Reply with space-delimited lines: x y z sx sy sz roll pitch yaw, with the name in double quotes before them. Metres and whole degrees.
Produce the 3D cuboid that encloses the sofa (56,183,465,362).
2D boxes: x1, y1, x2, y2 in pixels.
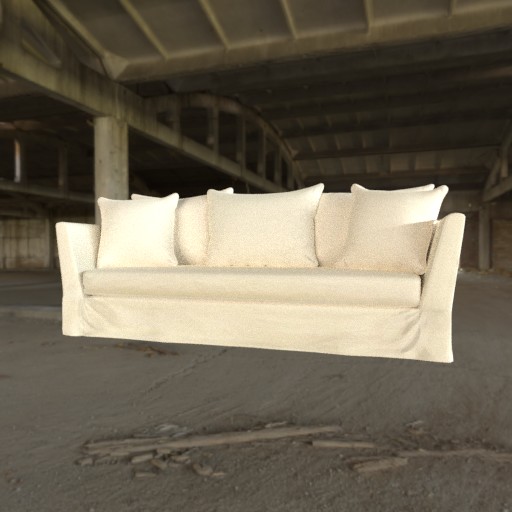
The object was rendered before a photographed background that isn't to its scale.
"sofa" 0.000 0.000 3.036 2.484 1.042 1.030 0 1 18
